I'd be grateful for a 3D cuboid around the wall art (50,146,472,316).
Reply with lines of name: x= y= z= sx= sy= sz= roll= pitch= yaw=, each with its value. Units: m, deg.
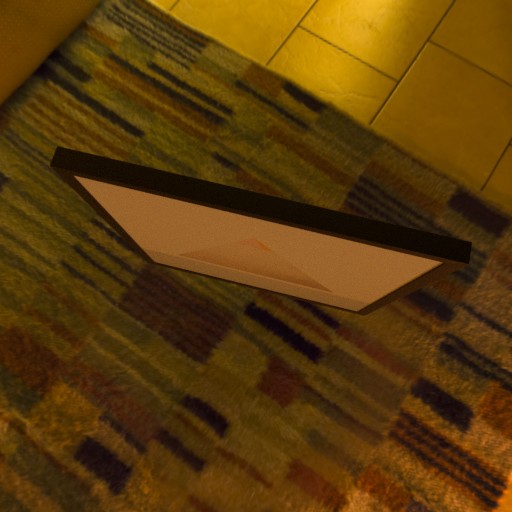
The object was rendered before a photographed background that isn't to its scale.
wall art: x=0.000 y=0.000 z=0.776 sx=0.513 sy=0.511 sz=0.028 roll=14 pitch=76 yaw=3
